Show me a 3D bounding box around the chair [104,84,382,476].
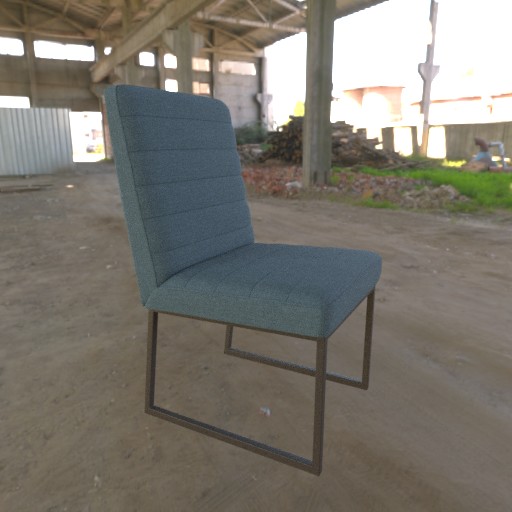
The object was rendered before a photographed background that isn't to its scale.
[{"bbox_3d":[0.000,0.000,1.296,0.634,0.930,0.520,7,16,27],"label":"chair"}]
